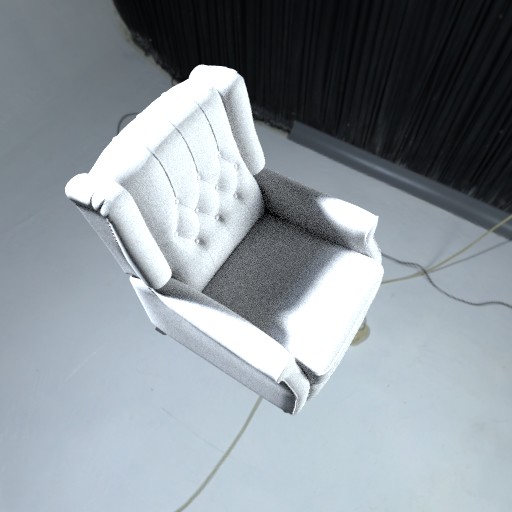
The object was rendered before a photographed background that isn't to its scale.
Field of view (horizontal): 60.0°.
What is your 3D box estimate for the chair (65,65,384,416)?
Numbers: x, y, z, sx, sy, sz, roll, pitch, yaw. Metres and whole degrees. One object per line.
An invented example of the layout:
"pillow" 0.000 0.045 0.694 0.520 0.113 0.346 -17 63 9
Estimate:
"chair" 0.000 0.000 1.666 0.902 1.035 0.742 29 63 16
